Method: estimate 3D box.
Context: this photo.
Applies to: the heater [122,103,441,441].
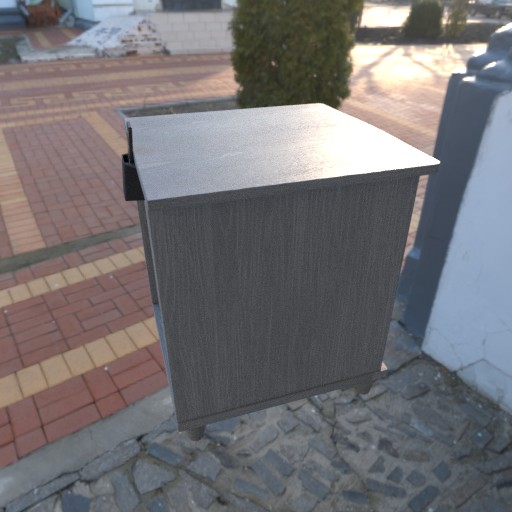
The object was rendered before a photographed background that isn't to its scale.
[{"bbox_3d":[0.000,0.000,0.765,0.400,0.481,0.362,-10,33,-15],"label":"heater"}]
